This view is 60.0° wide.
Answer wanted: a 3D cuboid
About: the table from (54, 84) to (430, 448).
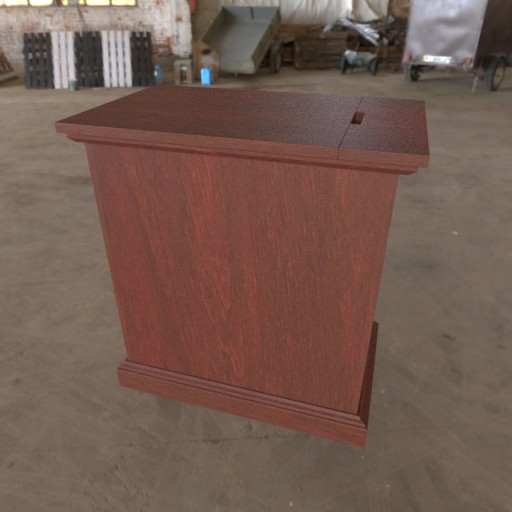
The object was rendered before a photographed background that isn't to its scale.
[{"bbox_3d":[0.000,0.000,0.956,0.584,0.612,0.356,9,32,15],"label":"table"}]
